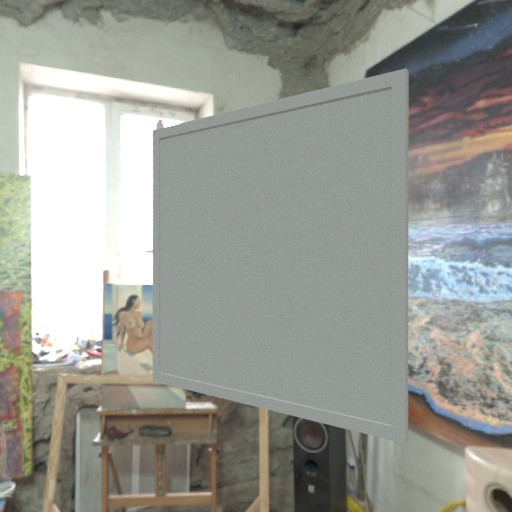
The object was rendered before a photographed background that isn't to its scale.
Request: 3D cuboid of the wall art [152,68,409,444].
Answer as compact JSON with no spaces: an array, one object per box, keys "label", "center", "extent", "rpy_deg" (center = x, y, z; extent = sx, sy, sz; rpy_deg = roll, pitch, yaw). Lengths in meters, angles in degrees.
[{"label":"wall art","center":[0.000,0.000,0.979],"extent":[0.660,0.660,0.015],"rpy_deg":[0,0,36]}]
